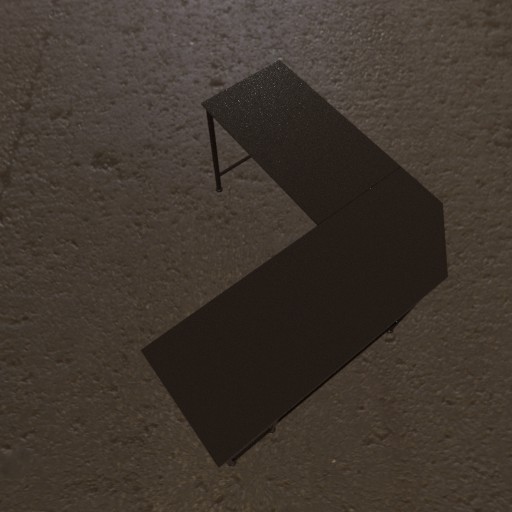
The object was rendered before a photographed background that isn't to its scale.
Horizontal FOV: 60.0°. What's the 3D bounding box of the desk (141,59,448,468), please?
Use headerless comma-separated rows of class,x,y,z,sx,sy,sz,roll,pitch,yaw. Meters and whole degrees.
desk,0.000,0.000,2.229,1.379,0.739,1.379,-35,69,-16
